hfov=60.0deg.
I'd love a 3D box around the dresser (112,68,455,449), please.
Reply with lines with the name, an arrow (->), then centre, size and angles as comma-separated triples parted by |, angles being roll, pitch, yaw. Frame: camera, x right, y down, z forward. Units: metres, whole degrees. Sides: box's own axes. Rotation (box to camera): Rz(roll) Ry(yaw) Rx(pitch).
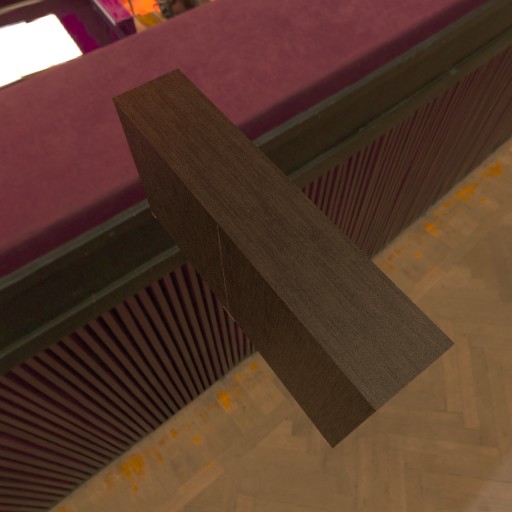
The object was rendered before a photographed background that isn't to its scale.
dresser -> 0.000, 0.000, 1.892 | 0.333, 0.790, 1.535 | -32, 65, -18
